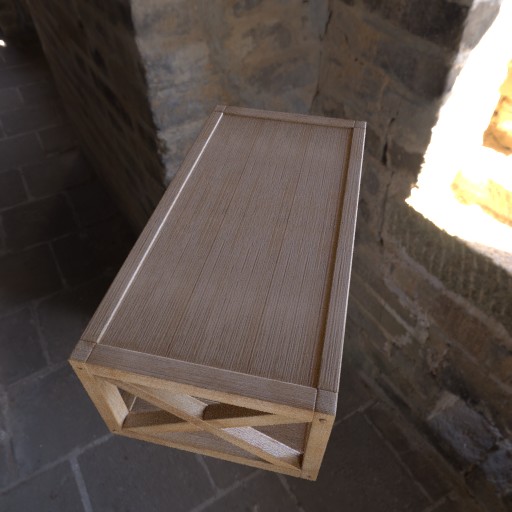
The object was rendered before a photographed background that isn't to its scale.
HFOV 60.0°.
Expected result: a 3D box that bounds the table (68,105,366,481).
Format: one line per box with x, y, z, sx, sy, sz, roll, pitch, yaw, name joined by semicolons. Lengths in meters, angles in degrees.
0.000;0.000;1.645;0.660;0.457;1.321;9;47;9;table
